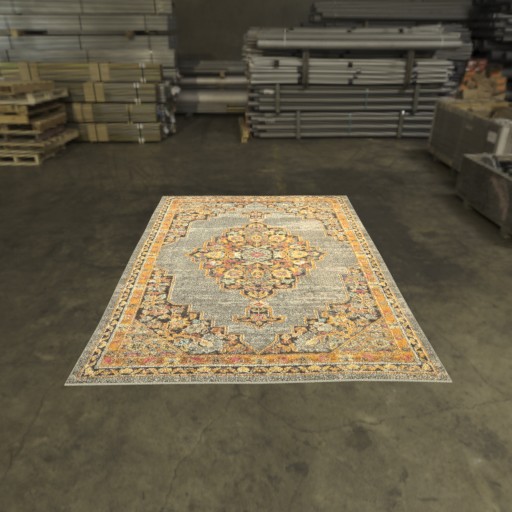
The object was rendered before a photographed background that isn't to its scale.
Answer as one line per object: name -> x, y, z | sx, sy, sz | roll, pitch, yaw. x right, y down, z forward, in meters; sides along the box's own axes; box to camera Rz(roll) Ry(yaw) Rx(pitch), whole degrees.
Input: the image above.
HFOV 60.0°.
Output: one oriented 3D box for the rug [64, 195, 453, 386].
rug -> 0.000, 0.000, 3.811 | 2.158, 0.024, 3.063 | 0, 27, -1
